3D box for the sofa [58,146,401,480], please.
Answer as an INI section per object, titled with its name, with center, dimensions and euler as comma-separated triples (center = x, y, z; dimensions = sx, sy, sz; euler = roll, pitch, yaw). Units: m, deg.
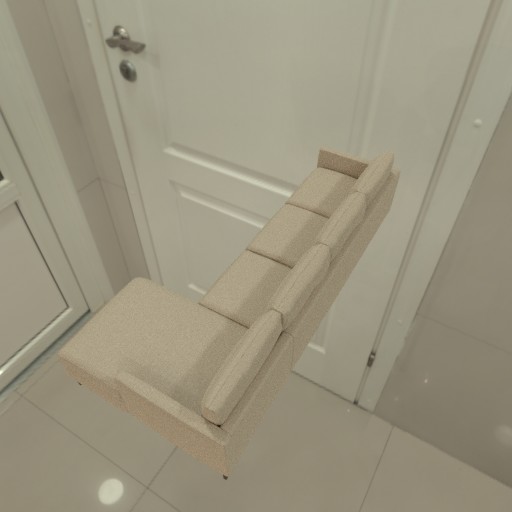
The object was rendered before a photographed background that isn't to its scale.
[sofa]
center = 0.000, 0.000, 3.294
dimensions = 1.258, 0.755, 2.731
euler = 24, 51, 21
